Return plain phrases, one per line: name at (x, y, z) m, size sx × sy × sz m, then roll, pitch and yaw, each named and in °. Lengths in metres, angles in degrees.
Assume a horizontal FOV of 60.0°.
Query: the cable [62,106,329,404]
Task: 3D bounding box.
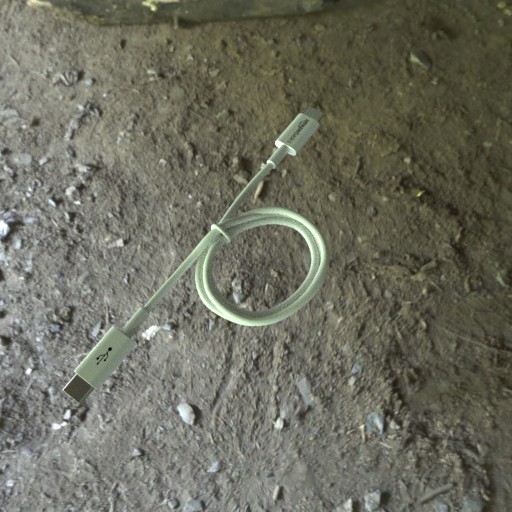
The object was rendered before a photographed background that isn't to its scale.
cable at (0.000, 0.000, 0.221) m, size 0.070 × 0.014 × 0.203 m, roll 32°, pitch 68°, yaw 14°
